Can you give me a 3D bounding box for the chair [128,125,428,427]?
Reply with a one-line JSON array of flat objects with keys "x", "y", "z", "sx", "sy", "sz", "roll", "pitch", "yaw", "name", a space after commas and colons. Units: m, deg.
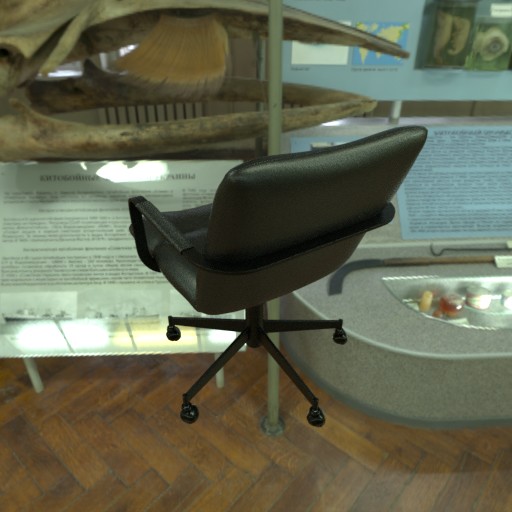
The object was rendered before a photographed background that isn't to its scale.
[{"x": 0.000, "y": 0.000, "z": 1.432, "sx": 0.719, "sy": 0.922, "sz": 0.748, "roll": -19, "pitch": 36, "yaw": -29, "name": "chair"}]
